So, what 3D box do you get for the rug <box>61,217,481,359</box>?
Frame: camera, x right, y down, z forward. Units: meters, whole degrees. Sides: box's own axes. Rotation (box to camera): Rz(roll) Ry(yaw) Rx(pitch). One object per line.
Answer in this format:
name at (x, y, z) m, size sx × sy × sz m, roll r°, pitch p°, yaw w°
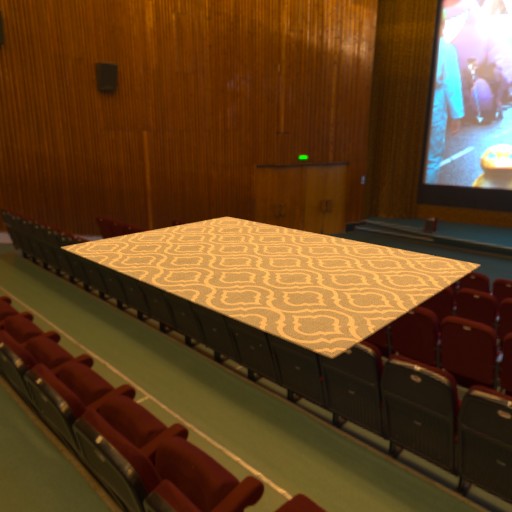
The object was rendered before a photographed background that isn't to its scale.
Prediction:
rug at (0.000, 0.000, 2.651) m, size 2.080 × 0.010 × 1.451 m, roll 15°, pitch 21°, yaw 42°
